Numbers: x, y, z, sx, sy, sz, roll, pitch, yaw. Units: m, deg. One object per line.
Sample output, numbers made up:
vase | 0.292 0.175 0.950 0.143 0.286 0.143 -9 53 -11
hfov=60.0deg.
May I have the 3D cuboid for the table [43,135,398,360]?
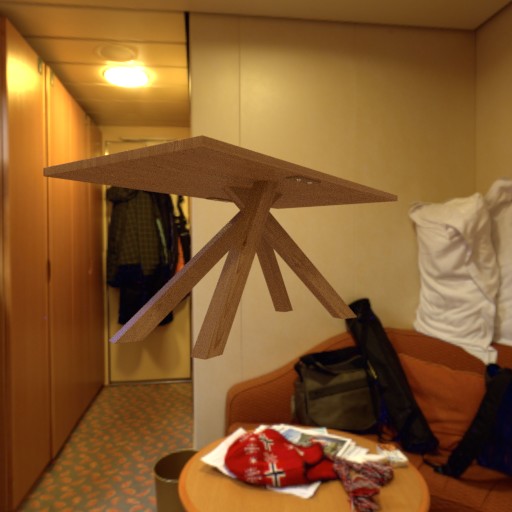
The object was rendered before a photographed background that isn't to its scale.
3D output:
table | 0.000 0.000 2.324 0.901 0.750 1.797 1 1 36
